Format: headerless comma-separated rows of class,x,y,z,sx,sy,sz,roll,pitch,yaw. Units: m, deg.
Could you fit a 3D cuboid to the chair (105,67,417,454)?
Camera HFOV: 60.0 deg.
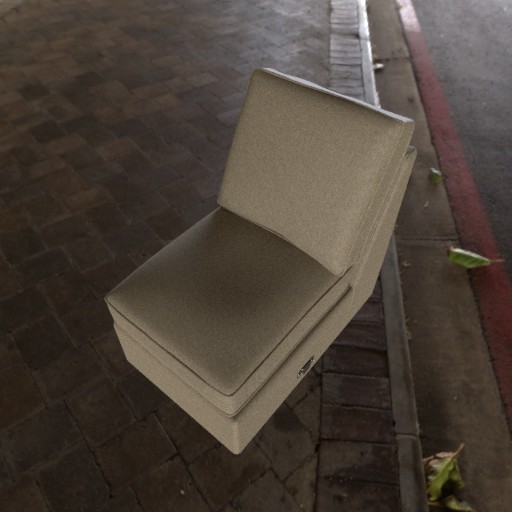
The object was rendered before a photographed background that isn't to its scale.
chair,0.000,0.000,1.704,0.674,1.058,1.020,31,54,26
